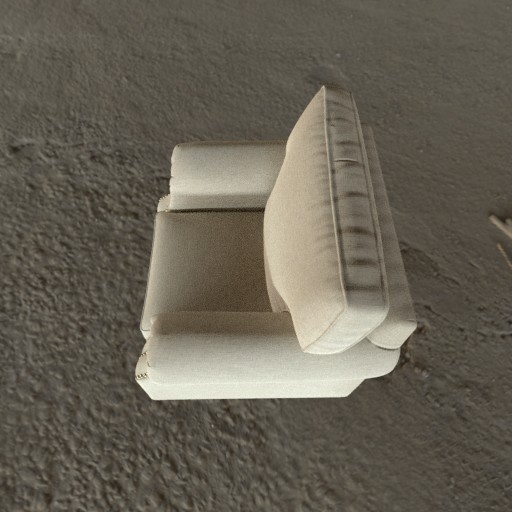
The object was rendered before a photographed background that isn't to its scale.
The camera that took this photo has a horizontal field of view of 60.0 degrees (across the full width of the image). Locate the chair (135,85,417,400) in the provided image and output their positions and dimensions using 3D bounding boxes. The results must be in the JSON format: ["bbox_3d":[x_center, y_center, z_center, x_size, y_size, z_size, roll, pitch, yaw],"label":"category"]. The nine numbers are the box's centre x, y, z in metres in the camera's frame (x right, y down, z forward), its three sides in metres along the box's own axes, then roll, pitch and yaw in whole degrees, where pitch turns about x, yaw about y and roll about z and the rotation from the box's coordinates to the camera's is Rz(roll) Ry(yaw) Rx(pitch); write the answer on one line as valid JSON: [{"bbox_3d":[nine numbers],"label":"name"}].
[{"bbox_3d":[0.000,0.000,1.820,0.965,0.961,1.092,-1,57,-1],"label":"chair"}]
